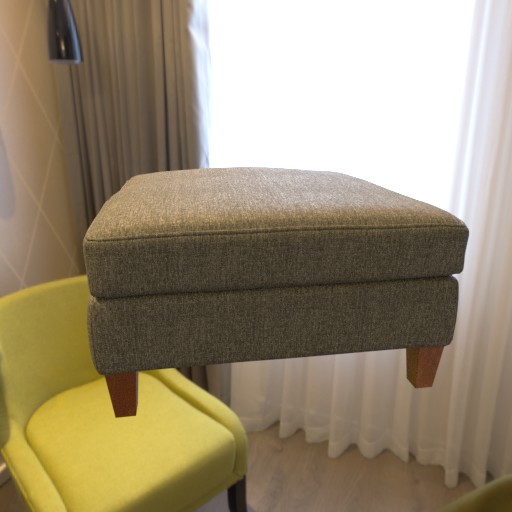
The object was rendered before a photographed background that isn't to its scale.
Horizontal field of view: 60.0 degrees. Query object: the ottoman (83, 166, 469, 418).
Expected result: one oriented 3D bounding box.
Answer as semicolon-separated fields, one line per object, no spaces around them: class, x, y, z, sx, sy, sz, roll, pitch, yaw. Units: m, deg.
ottoman;0.000;0.000;1.335;0.838;0.481;0.838;-3;18;-9
